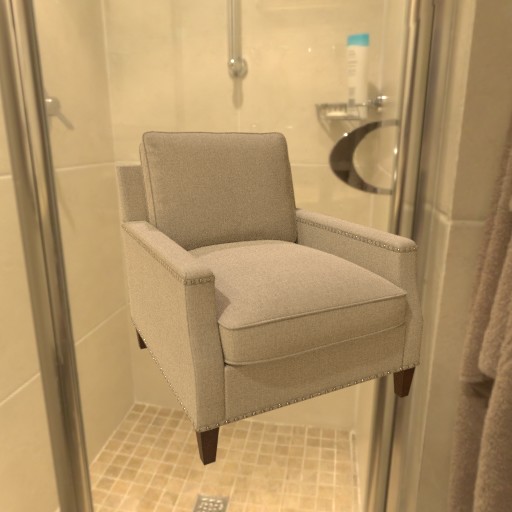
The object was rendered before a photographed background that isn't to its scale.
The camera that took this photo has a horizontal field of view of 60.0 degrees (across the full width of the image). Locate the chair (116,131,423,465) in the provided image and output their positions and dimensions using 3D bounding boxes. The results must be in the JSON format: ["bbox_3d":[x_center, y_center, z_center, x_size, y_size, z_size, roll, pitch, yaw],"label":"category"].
[{"bbox_3d":[0.000,0.000,1.732,0.853,0.943,1.014,-8,17,-26],"label":"chair"}]
